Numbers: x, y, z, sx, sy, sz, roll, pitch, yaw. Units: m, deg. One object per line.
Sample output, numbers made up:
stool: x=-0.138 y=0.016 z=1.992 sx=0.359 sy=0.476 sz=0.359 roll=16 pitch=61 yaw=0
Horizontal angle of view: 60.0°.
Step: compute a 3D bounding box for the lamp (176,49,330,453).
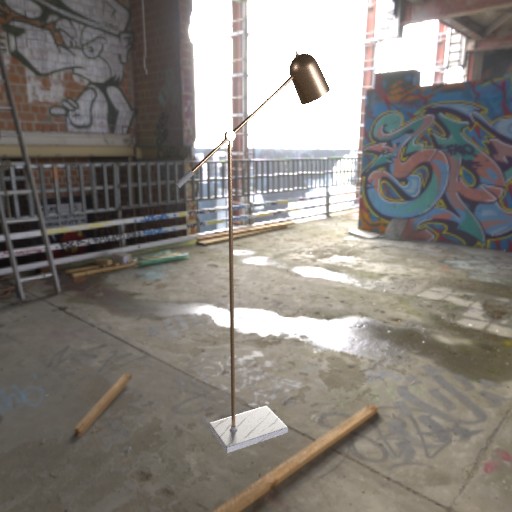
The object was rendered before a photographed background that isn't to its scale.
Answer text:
lamp: x=0.000 y=0.000 z=1.811 sx=0.653 sy=1.594 sz=0.194 roll=-7 pitch=15 yaw=-27
